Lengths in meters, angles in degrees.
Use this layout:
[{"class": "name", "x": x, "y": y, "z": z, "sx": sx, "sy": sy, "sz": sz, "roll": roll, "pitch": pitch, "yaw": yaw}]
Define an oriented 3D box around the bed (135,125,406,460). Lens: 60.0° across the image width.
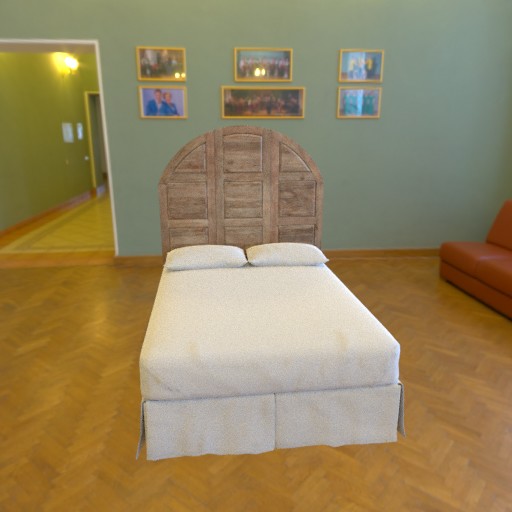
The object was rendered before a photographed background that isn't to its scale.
[{"class": "bed", "x": 0.000, "y": 0.000, "z": 3.482, "sx": 1.713, "sy": 2.002, "sz": 2.112, "roll": -2, "pitch": 16, "yaw": -7}]
